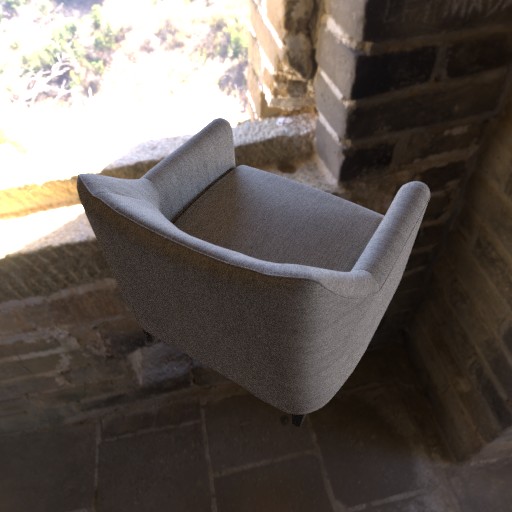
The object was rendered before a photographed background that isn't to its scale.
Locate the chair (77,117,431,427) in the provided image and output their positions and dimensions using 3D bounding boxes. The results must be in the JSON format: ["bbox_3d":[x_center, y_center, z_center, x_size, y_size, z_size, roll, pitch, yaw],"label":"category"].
[{"bbox_3d":[0.000,0.000,1.368,0.796,0.761,0.758,24,51,21],"label":"chair"}]
